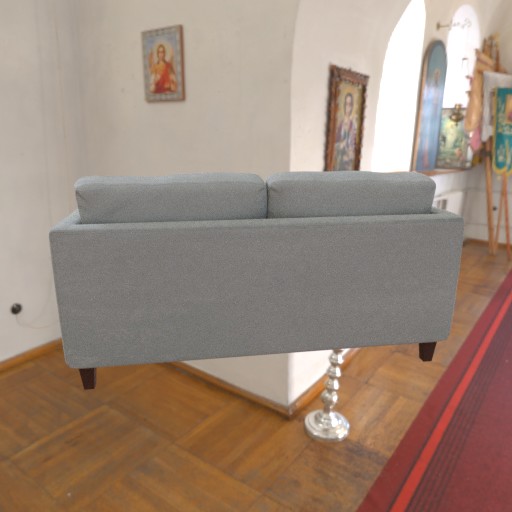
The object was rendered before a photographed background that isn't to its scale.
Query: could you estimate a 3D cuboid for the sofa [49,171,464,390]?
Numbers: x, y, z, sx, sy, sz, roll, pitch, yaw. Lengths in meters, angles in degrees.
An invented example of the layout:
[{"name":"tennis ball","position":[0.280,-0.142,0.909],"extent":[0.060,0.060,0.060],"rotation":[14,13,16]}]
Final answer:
[{"name":"sofa","position":[0.000,0.000,2.449],"extent":[1.884,0.963,0.950],"rotation":[-2,16,-8]}]
